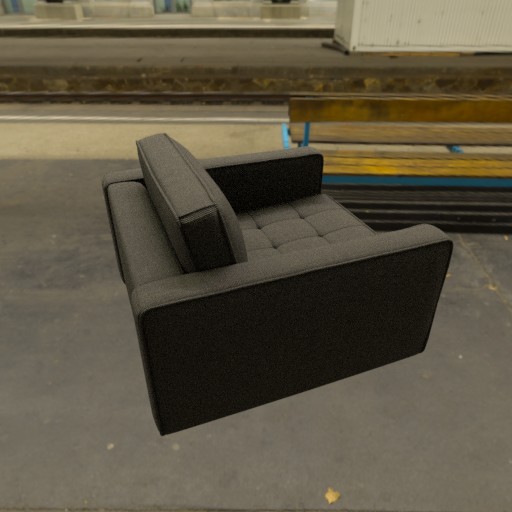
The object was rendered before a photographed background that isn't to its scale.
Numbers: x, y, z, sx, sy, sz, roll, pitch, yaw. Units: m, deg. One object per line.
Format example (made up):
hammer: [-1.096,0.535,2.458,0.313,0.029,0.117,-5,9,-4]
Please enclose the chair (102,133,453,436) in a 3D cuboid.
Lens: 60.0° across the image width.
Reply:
chair: [0.000,0.000,1.573,0.919,0.770,0.899,-12,34,-18]
